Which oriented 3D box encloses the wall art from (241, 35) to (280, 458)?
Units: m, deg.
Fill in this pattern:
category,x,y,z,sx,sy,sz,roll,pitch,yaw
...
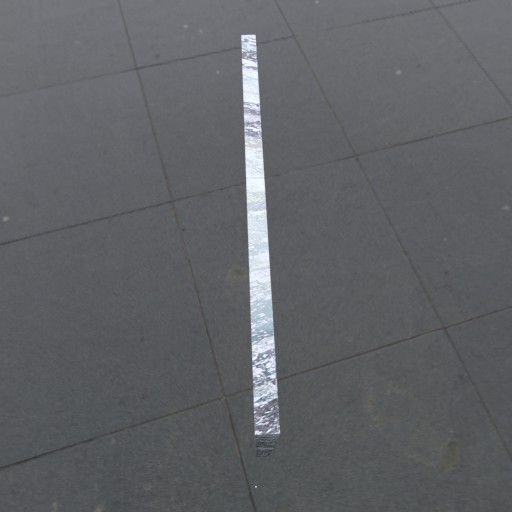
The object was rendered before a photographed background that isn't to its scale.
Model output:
category,x,y,z,sx,sy,sz,roll,pitch,yaw
wall art,0.000,0.000,1.147,0.038,0.598,0.919,-2,63,-1
